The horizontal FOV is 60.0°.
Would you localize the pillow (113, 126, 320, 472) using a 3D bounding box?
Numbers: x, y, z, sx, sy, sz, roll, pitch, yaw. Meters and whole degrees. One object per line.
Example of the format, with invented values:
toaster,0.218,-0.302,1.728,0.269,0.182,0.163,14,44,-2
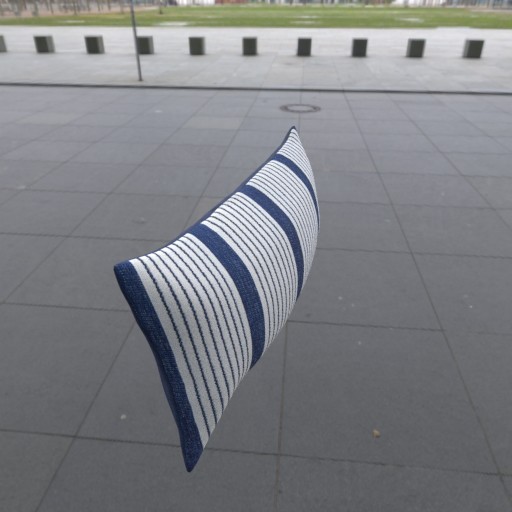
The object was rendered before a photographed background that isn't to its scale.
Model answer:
pillow,0.000,0.000,0.734,0.156,0.292,0.608,11,32,18
